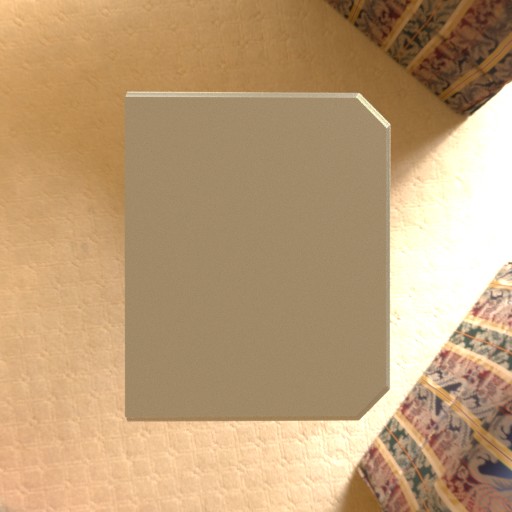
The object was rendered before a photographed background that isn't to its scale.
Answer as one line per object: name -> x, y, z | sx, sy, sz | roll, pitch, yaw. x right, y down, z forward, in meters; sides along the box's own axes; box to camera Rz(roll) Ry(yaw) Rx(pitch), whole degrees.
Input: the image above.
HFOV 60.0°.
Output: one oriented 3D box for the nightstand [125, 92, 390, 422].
nightstand -> 0.000, 0.000, 0.911 | 0.348, 0.680, 0.435 | 0, 90, -1
